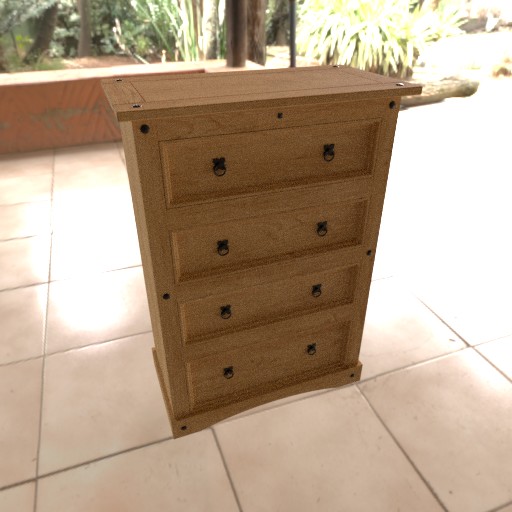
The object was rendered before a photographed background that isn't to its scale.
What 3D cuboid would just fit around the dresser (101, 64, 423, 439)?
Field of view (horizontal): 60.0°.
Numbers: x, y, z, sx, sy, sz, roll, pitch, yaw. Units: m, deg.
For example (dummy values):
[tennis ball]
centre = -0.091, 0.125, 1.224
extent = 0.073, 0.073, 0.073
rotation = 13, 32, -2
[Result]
[dresser]
centre = 0.000, 0.000, 1.748
extent = 0.915, 1.300, 0.485
rotation = -11, 33, -18
